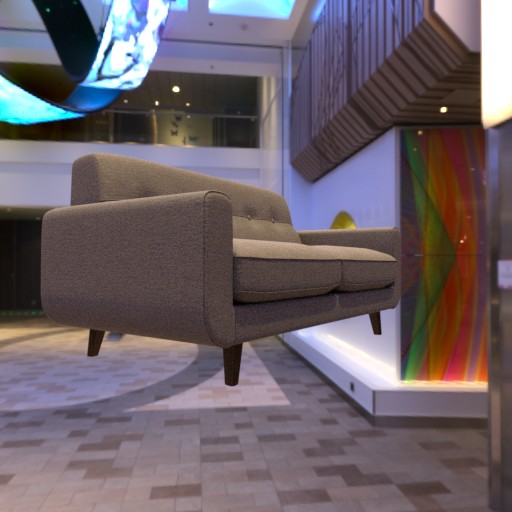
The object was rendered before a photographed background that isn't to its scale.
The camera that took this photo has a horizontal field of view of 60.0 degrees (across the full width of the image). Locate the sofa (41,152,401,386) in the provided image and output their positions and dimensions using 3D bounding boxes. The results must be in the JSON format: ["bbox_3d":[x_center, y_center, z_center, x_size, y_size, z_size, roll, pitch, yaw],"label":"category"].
[{"bbox_3d":[0.000,0.000,2.121,0.909,0.841,1.631,-1,-1,36],"label":"sofa"}]
